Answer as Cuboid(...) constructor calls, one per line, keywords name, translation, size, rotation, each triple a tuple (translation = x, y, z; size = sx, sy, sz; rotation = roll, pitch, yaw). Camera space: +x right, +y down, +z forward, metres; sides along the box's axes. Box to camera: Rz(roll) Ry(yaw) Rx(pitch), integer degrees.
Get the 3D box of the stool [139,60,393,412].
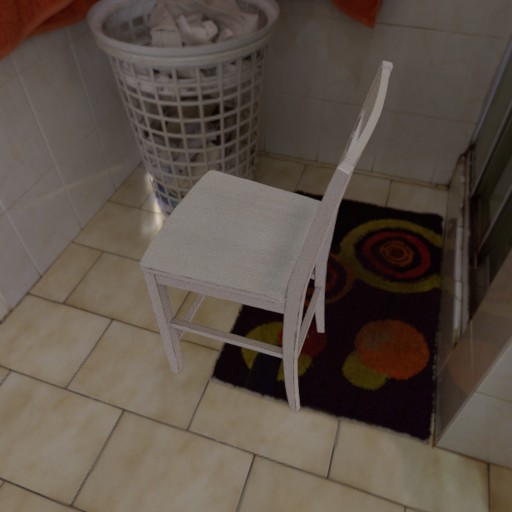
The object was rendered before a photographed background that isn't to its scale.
Cuboid(name="stool", translation=(0.000, 0.000, 1.350), size=(0.539, 1.079, 0.462), rotation=(16, 49, 14))
